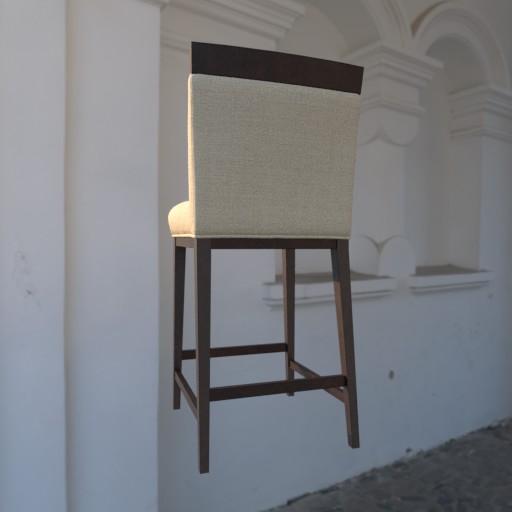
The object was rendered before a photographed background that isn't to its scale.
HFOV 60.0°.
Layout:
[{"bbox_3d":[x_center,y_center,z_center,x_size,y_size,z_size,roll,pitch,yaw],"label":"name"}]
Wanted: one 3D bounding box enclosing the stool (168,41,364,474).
[{"bbox_3d":[0.000,0.000,1.442,0.511,1.117,0.531,0,1,-19],"label":"stool"}]
